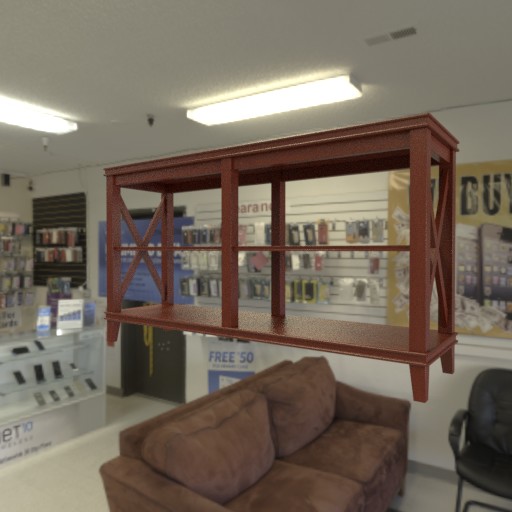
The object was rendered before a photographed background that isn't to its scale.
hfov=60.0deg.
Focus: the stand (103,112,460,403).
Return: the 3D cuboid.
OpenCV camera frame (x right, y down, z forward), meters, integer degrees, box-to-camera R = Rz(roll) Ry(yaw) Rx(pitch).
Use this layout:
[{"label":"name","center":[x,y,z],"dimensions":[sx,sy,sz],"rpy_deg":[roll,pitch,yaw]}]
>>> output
[{"label":"stand","center":[0.000,0.000,1.704],"dimensions":[1.372,0.762,0.381],"rpy_deg":[1,1,35]}]
